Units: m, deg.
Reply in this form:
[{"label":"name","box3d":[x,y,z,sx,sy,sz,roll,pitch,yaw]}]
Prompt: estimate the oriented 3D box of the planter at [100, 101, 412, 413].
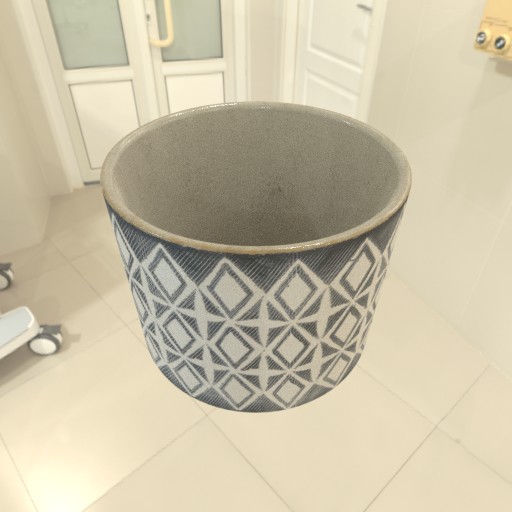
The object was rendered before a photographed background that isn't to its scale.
[{"label":"planter","box3d":[0.000,0.000,0.335,0.192,0.165,0.192,0,40,0]}]
